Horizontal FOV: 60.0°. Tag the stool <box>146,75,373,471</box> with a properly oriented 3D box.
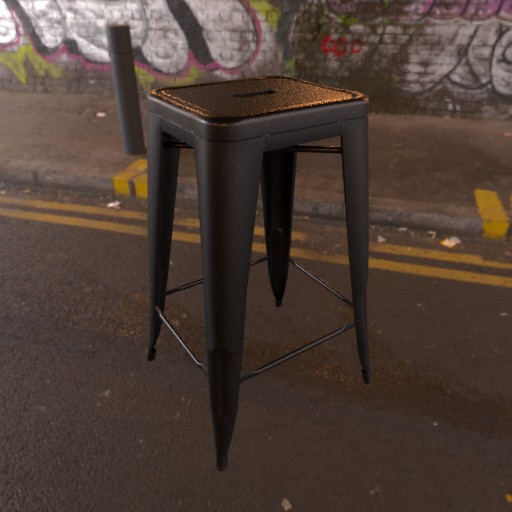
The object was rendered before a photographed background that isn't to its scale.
[{"bbox_3d":[0.000,0.000,0.863,0.399,0.609,0.359,-19,36,-29],"label":"stool"}]
